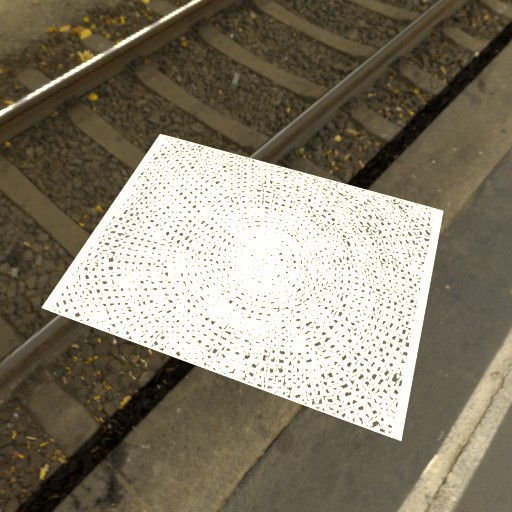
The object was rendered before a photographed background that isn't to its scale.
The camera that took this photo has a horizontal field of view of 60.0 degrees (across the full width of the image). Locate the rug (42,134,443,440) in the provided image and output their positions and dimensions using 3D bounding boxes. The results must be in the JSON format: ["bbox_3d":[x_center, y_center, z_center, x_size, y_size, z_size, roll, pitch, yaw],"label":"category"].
[{"bbox_3d":[0.000,0.000,2.157,1.634,0.003,1.190,17,60,10],"label":"rug"}]
